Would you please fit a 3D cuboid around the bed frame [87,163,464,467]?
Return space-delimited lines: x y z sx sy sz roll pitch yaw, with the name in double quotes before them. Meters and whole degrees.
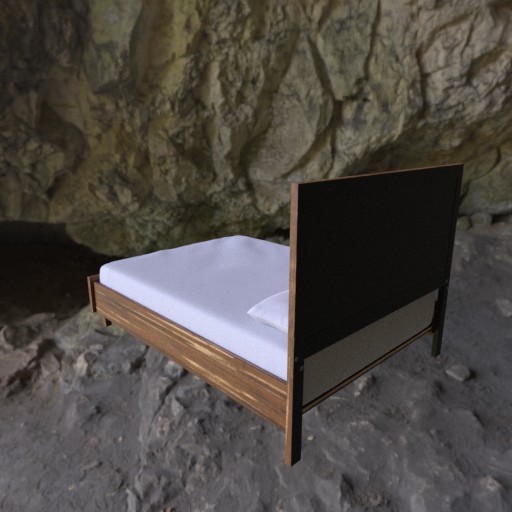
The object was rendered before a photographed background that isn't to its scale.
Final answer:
"bed frame" 0.000 0.000 3.388 1.696 1.417 2.276 -15 21 -42
